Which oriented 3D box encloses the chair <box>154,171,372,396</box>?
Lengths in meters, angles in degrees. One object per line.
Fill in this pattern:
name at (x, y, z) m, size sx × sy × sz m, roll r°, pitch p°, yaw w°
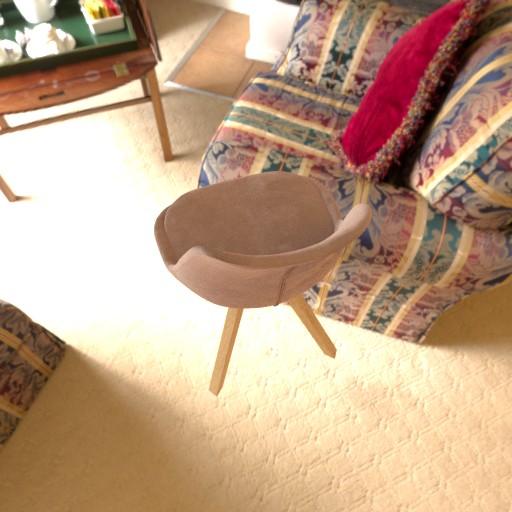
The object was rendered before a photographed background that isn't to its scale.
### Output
chair at (0.000, 0.000, 1.179) m, size 0.485 × 0.850 × 0.550 m, roll -15°, pitch 59°, yaw -9°
